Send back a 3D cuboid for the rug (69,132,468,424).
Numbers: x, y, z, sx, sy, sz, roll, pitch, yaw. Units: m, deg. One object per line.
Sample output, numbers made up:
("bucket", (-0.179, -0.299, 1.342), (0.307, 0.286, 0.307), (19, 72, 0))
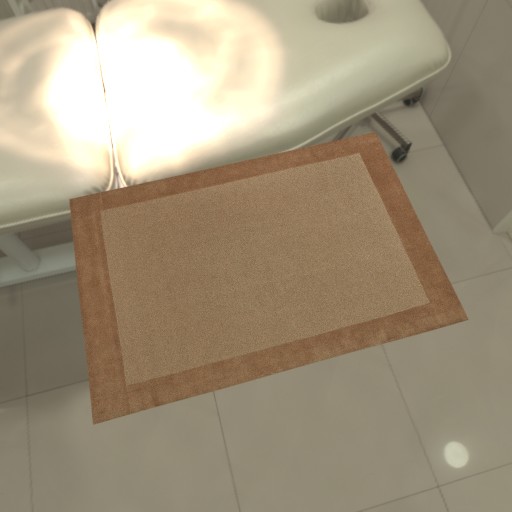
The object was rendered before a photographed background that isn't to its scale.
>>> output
("rug", (0.000, 0.000, 2.320), (1.829, 0.014, 1.219), (-14, 65, -6))
